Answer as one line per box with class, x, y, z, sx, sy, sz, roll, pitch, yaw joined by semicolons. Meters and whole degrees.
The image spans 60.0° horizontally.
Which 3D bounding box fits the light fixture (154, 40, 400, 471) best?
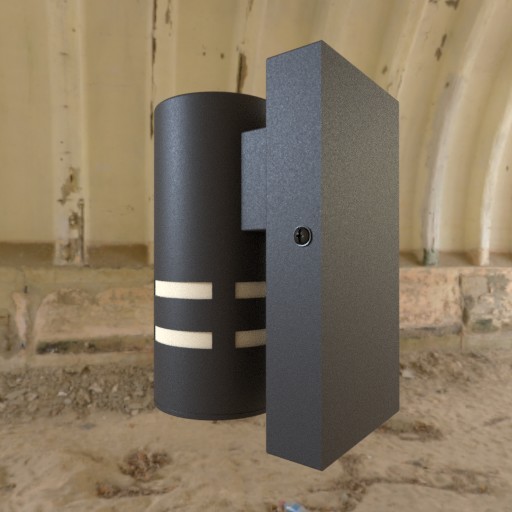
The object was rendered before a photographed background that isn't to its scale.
light fixture;0.000;0.000;0.261;0.138;0.179;0.098;0;0;37
